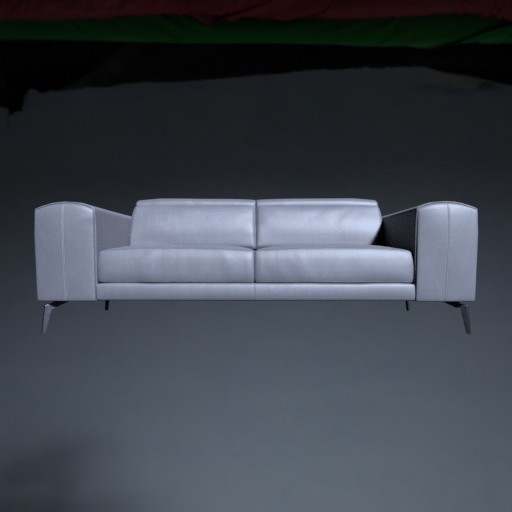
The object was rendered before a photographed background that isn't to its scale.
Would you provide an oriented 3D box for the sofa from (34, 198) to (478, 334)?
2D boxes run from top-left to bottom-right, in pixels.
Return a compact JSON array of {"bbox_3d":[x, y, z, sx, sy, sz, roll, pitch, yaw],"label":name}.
[{"bbox_3d":[0.000,0.000,2.798,2.330,0.814,1.048,0,0,1],"label":"sofa"}]
